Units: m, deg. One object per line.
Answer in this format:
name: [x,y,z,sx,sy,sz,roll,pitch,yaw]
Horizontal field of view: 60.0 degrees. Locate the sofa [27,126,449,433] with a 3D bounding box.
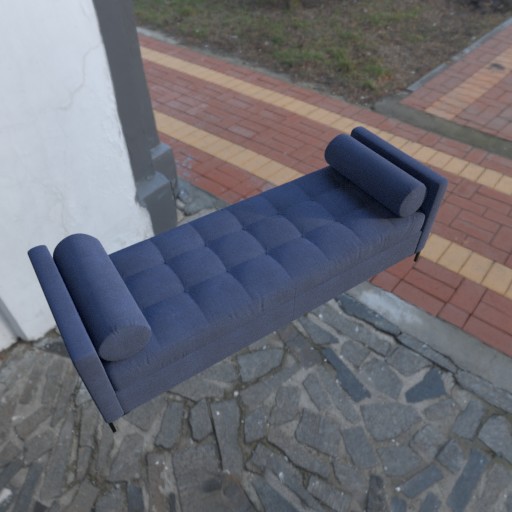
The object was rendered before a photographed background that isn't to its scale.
sofa: [0.000,0.000,2.343,1.981,0.635,0.686,-25,51,-23]
